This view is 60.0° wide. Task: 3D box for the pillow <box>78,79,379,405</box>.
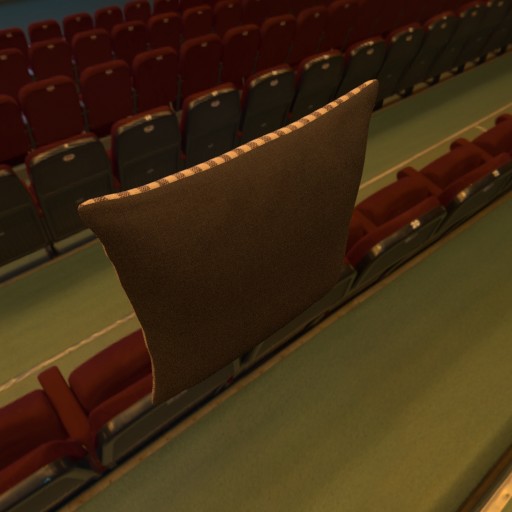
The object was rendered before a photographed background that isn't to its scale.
[{"bbox_3d":[0.000,0.000,0.792,0.523,0.506,0.166,-31,53,-26],"label":"pillow"}]
